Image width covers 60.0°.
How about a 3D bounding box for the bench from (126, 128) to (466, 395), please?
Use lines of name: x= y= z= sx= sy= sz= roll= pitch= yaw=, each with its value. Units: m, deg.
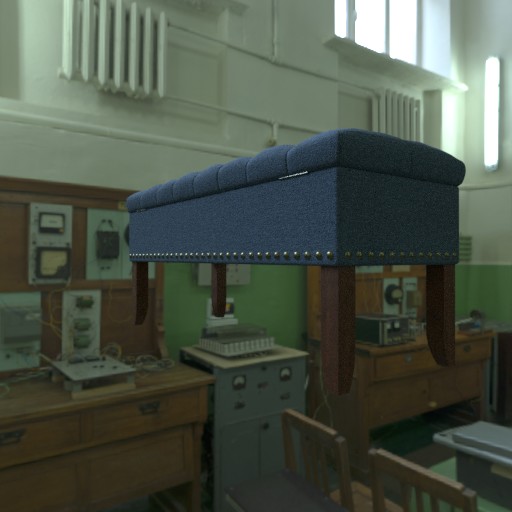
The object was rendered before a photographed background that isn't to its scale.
bench: x=0.000 y=0.000 z=1.297 sx=0.417 sy=0.492 sz=1.052 roll=0 pitch=0 yaw=-36
